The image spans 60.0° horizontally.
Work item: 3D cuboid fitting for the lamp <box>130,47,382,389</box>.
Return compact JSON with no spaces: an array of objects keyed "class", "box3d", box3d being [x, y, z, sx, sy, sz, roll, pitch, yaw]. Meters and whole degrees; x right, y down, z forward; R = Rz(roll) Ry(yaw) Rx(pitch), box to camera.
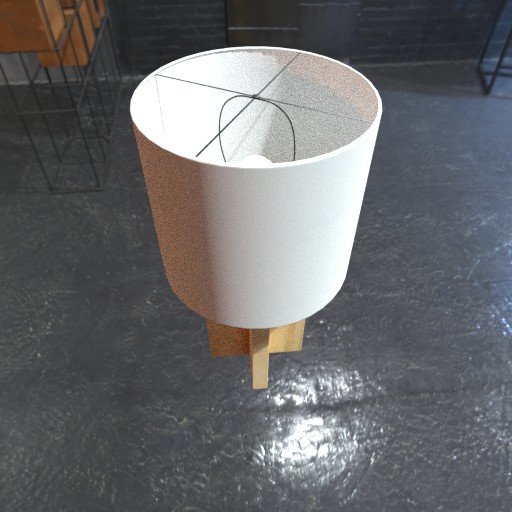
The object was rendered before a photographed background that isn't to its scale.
[{"class":"lamp","box3d":[0.000,0.000,0.562,0.229,0.428,0.229,-3,46,-3]}]
